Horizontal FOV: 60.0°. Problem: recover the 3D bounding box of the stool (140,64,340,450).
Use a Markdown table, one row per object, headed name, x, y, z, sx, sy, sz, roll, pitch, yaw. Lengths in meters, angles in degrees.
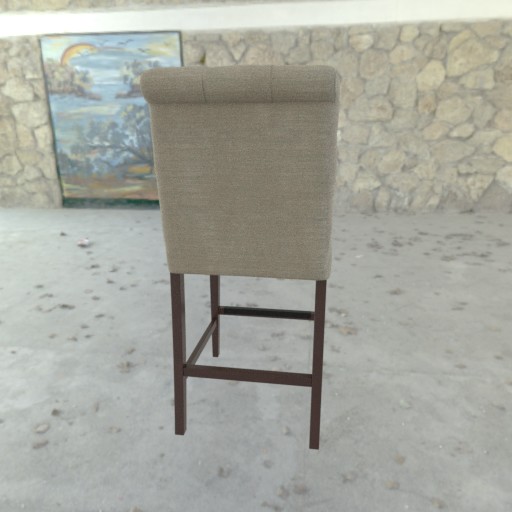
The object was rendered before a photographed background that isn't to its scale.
| name | x | y | z | sx | sy | sz | roll | pitch | yaw |
| --- | --- | --- | --- | --- | --- | --- | --- | --- | --- |
| stool | 0.000 | 0.000 | 1.448 | 0.486 | 1.084 | 0.660 | 2 | 16 | 8 |
